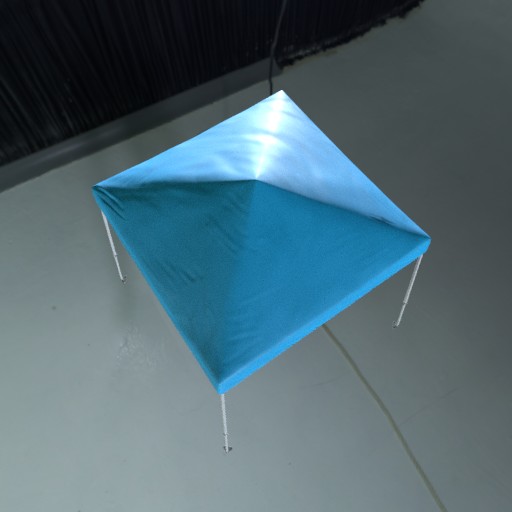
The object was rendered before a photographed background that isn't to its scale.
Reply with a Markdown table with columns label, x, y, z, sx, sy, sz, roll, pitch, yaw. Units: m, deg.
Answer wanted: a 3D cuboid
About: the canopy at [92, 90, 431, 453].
| label | x | y | z | sx | sy | sz | roll | pitch | yaw |
| --- | --- | --- | --- | --- | --- | --- | --- | --- | --- |
| canopy | 0.000 | 0.000 | 5.054 | 2.848 | 2.849 | 2.849 | -32 | 67 | -15 |
